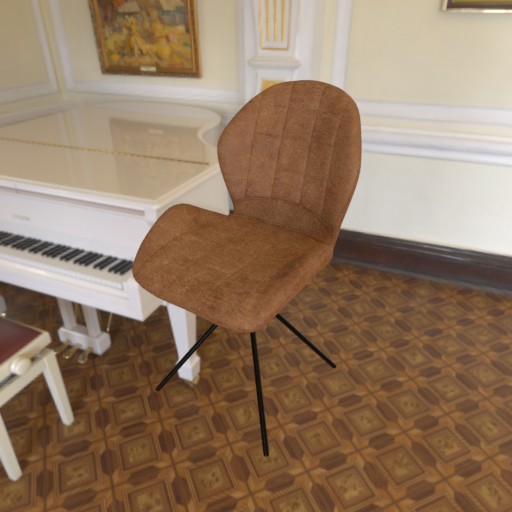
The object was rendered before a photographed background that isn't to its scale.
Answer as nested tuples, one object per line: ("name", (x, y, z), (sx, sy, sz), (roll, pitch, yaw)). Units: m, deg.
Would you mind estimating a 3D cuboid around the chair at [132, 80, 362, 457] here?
("chair", (0.000, 0.000, 1.332), (0.527, 0.929, 0.640), (19, 34, 30))
